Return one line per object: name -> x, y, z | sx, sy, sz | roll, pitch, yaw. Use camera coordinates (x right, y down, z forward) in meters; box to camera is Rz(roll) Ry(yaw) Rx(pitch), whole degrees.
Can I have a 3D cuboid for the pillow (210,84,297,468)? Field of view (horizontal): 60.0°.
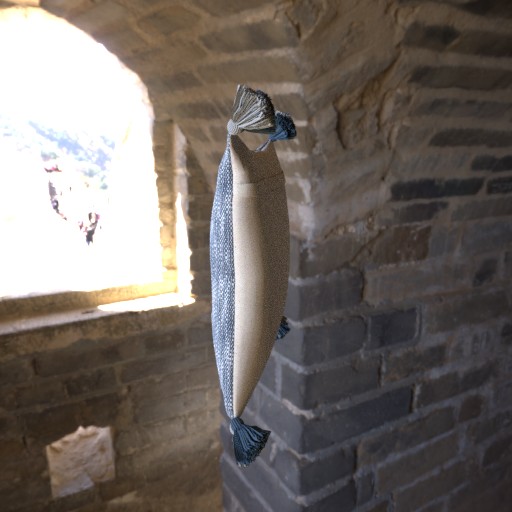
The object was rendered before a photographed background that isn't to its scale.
pillow -> 0.000, 0.000, 0.938 | 0.138, 0.634, 0.614 | 2, 14, 9
